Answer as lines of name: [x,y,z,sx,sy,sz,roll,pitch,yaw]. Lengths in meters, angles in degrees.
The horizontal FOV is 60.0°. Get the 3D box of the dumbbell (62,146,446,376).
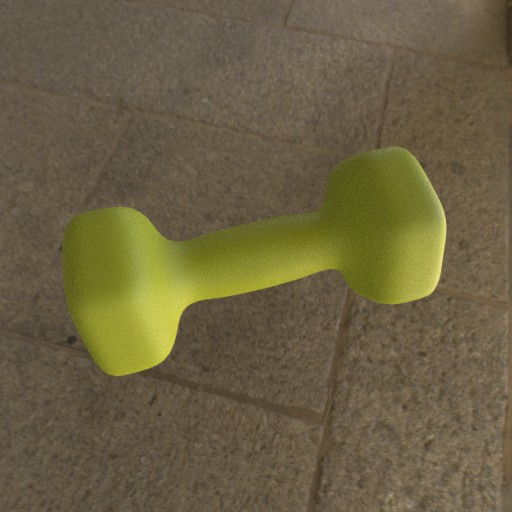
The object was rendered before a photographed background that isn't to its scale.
dumbbell: [0.000,0.000,0.209,0.164,0.072,0.080,-13,65,-6]
